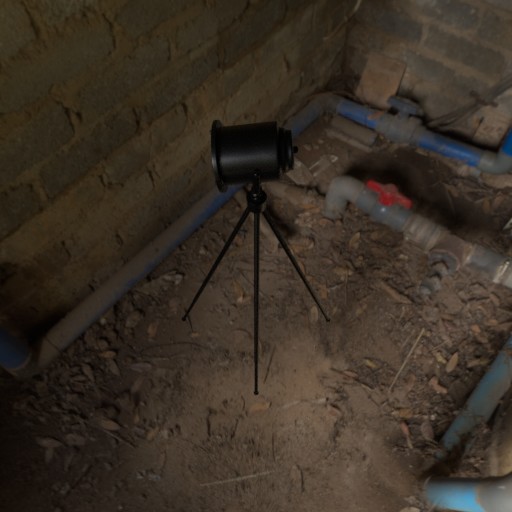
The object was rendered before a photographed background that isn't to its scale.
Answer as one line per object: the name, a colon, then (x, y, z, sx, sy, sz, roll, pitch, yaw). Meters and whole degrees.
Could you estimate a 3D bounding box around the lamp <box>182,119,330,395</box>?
lamp: (0.000, 0.000, 2.006, 0.884, 1.504, 0.879, 0, 59, 0)
